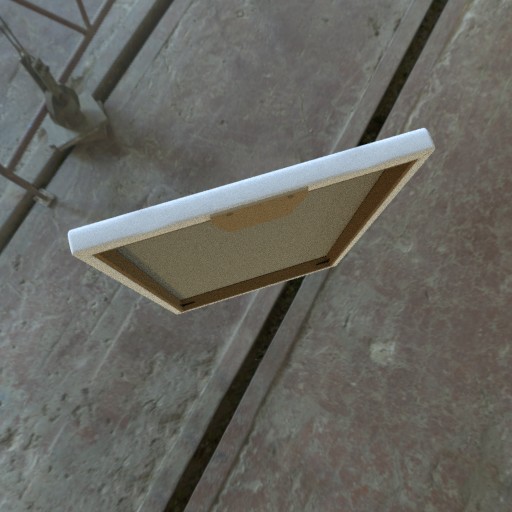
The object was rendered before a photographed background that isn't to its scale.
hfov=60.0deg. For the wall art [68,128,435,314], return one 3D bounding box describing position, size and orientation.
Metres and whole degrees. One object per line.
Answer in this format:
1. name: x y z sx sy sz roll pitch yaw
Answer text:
1. wall art: 0.000 0.000 1.147 0.602 0.916 0.048 -17 77 -4
